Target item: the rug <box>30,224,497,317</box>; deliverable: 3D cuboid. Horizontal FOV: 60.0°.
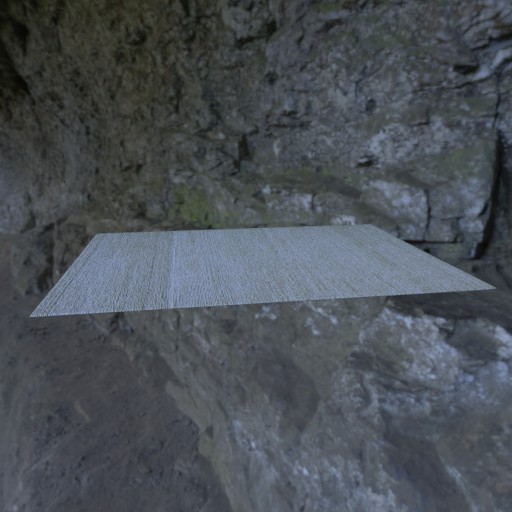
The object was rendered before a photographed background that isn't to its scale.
[{"bbox_3d":[0.000,0.000,4.987,3.935,0.025,2.782,-3,16,-9],"label":"rug"}]
